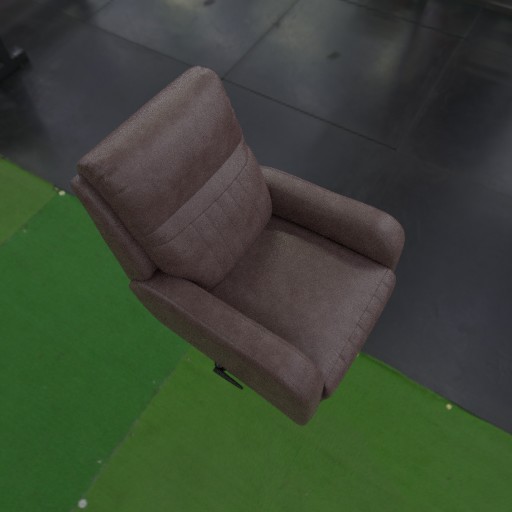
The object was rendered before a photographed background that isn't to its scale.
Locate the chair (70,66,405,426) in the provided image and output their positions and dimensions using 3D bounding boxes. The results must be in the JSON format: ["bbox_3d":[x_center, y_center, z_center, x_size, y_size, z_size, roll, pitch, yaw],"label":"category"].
[{"bbox_3d":[0.000,0.000,1.798,1.067,1.067,0.865,30,64,17],"label":"chair"}]
